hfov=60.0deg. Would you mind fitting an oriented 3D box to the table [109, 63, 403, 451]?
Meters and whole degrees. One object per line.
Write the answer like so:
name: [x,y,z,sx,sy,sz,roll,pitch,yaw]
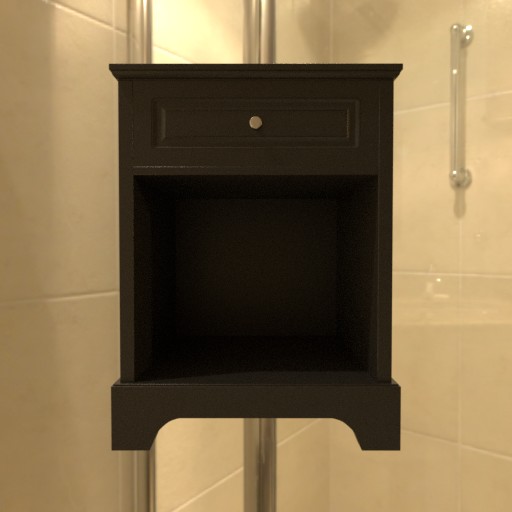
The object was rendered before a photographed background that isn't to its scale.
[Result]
table: [0.000,0.000,0.896,0.460,0.610,0.399,0,1,0]
